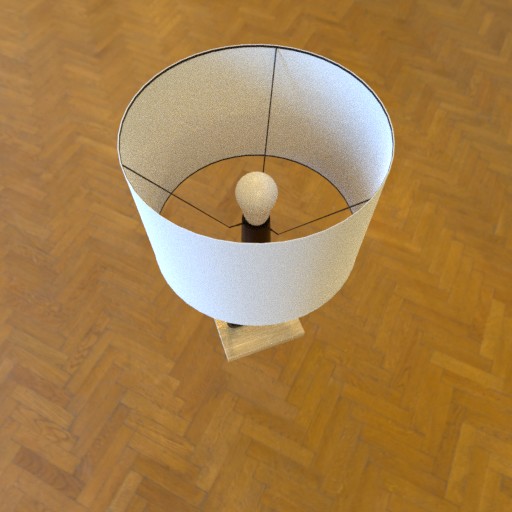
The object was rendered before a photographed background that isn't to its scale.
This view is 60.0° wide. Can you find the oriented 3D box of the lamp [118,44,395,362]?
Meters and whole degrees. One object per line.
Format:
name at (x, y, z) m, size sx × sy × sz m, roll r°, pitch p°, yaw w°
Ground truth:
lamp at (0.000, 0.000, 0.669) m, size 0.279 × 0.508 × 0.279 m, roll -17°, pitch 61°, yaw -10°
